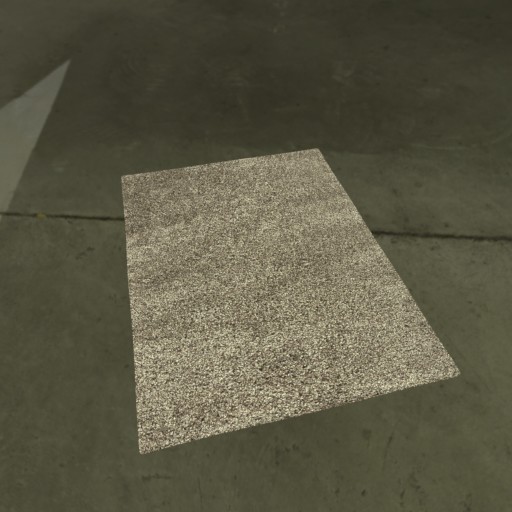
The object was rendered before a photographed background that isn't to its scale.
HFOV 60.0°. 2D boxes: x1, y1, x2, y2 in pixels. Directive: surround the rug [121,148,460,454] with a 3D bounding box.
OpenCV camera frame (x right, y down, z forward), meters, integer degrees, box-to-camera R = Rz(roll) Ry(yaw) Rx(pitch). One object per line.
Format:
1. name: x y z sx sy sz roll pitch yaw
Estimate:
1. rug: 0.000 0.000 2.119 1.198 0.025 1.601 -10 47 -10
